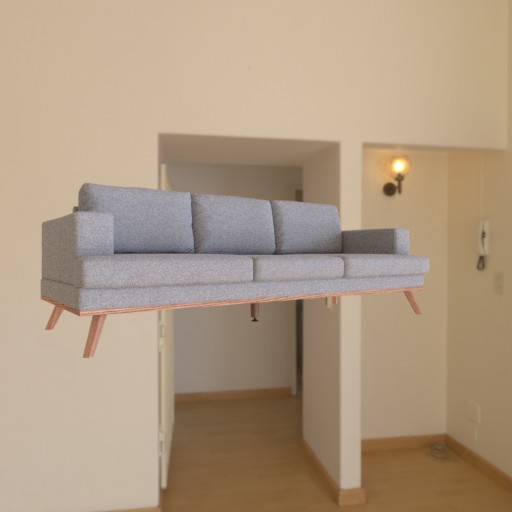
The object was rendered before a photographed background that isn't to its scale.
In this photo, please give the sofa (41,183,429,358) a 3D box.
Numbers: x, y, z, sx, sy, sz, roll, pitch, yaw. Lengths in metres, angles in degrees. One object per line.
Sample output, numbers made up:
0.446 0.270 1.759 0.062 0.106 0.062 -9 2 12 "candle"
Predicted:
0.000 0.000 2.757 2.310 0.810 0.920 0 0 -35 "sofa"
